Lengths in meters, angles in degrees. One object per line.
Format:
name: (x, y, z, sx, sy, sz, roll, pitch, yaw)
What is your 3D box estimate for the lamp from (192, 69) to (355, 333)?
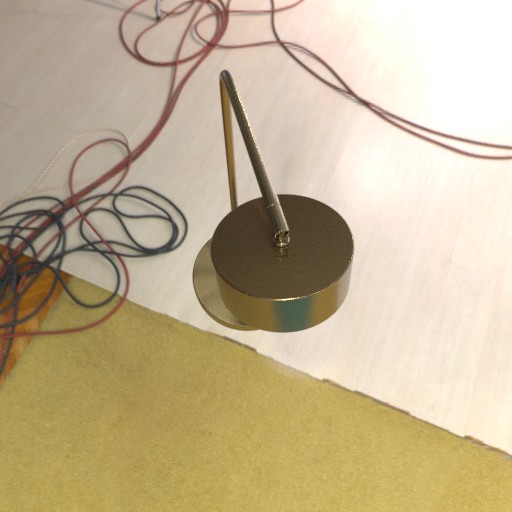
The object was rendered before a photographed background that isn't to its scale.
lamp: (0.000, 0.000, 0.519, 0.171, 0.380, 0.270, -14, 66, -7)
